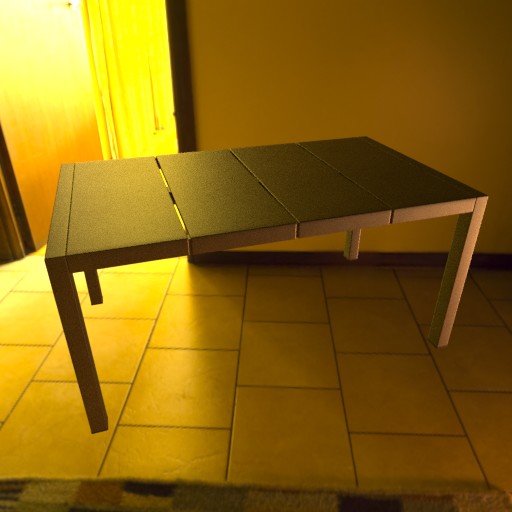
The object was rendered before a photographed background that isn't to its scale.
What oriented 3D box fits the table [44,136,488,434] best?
[{"bbox_3d":[0.000,0.000,1.250,0.965,0.460,0.559,-9,31,-15],"label":"table"}]
